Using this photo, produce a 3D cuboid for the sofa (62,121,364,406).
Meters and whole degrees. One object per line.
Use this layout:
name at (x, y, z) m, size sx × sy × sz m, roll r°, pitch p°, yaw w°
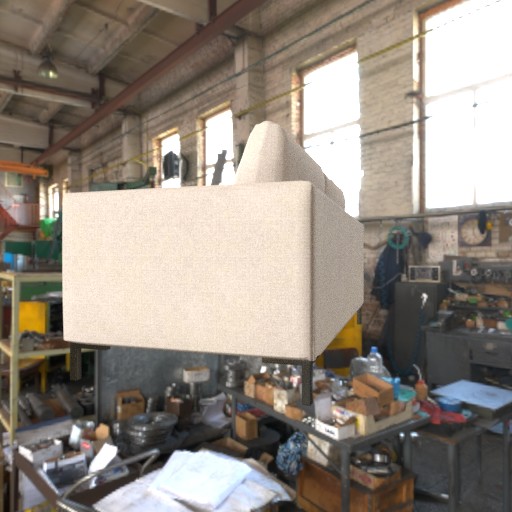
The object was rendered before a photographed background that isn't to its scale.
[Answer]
sofa at (0.000, 0.000, 2.125) m, size 0.875 × 0.840 × 1.682 m, roll 0°, pitch 0°, yaw 18°
